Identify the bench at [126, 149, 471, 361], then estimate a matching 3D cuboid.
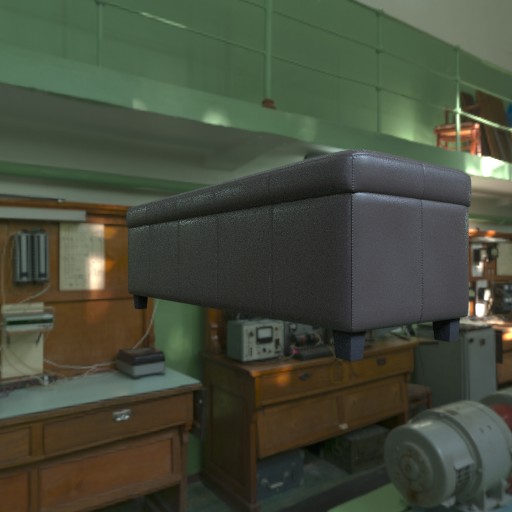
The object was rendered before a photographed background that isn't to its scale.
[{"bbox_3d":[0.000,0.000,1.430,0.450,0.417,1.219,0,-1,-36],"label":"bench"}]
